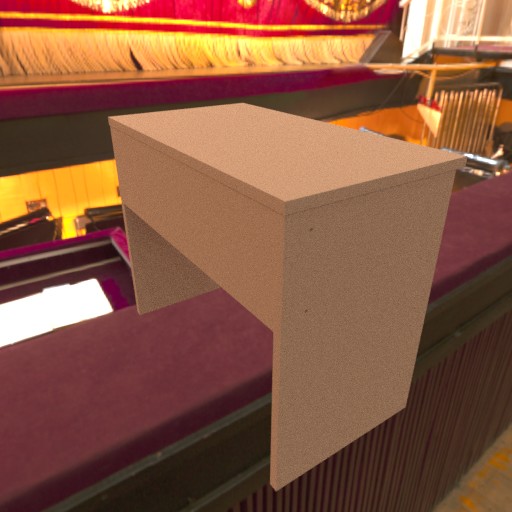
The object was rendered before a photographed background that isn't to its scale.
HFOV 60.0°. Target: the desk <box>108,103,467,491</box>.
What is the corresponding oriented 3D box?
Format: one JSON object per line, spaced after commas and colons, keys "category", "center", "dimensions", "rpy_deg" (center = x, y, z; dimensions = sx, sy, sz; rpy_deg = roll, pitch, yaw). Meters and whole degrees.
{"category": "desk", "center": [0.000, 0.000, 1.334], "dimensions": [0.498, 0.729, 0.900], "rpy_deg": [-17, 32, -30]}
